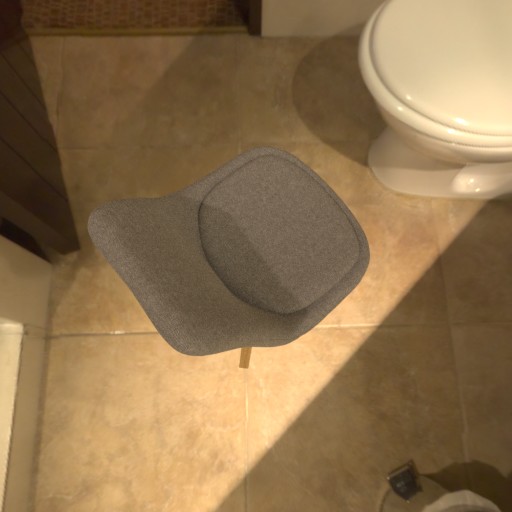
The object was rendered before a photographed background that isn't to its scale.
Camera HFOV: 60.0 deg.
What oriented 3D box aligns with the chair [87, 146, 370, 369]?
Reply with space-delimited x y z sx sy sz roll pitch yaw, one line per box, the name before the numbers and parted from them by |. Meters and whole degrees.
chair | 0.000 0.000 1.189 0.550 0.865 0.483 -37 78 -9
